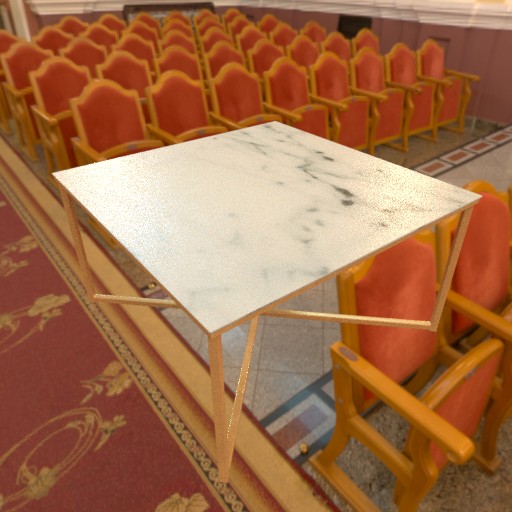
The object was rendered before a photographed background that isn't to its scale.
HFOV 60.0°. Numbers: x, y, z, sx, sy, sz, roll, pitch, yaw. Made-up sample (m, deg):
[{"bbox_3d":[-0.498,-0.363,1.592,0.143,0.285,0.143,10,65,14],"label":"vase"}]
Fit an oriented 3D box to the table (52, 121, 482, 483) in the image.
[{"bbox_3d":[0.000,0.000,1.280,0.800,0.450,0.800,-23,40,-31],"label":"table"}]
